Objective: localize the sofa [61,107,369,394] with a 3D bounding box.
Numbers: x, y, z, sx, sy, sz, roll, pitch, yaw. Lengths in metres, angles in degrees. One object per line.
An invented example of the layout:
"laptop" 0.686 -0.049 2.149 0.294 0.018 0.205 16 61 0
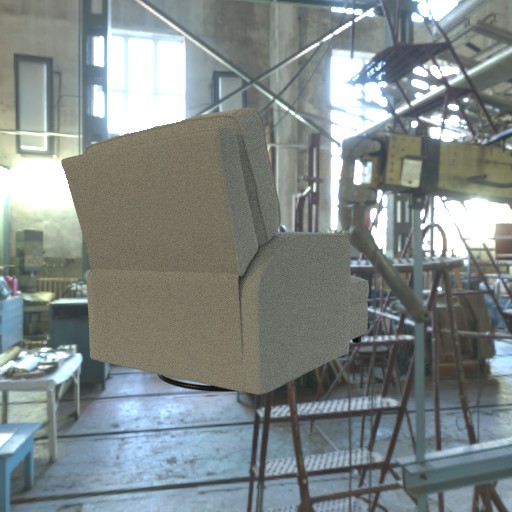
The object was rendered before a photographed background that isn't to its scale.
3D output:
"sofa" 0.000 0.000 2.026 0.861 0.959 1.472 0 0 34
